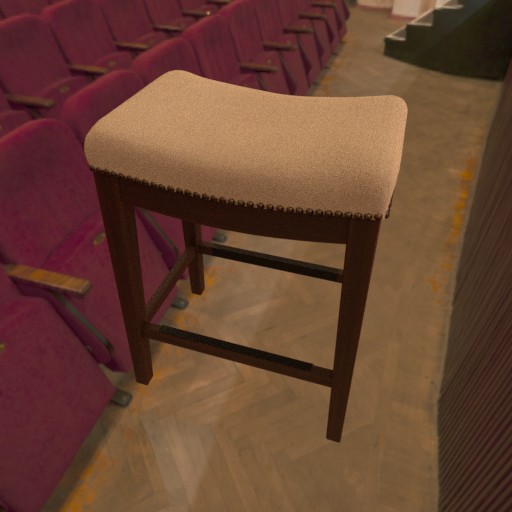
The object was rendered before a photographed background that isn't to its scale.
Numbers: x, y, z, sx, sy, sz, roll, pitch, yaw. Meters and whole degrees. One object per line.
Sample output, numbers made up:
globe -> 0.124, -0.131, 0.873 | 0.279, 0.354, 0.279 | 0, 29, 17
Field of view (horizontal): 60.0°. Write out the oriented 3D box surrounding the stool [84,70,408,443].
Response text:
stool -> 0.000, 0.000, 0.963 | 0.509, 0.669, 0.363 | 12, 41, 14
